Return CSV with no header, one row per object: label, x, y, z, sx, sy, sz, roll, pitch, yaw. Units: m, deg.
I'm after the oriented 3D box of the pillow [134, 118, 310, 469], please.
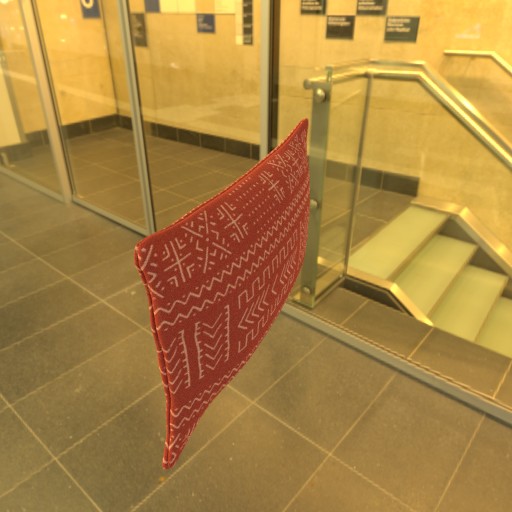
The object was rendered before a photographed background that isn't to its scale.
pillow,0.000,0.000,0.782,0.130,0.352,0.640,11,31,18
